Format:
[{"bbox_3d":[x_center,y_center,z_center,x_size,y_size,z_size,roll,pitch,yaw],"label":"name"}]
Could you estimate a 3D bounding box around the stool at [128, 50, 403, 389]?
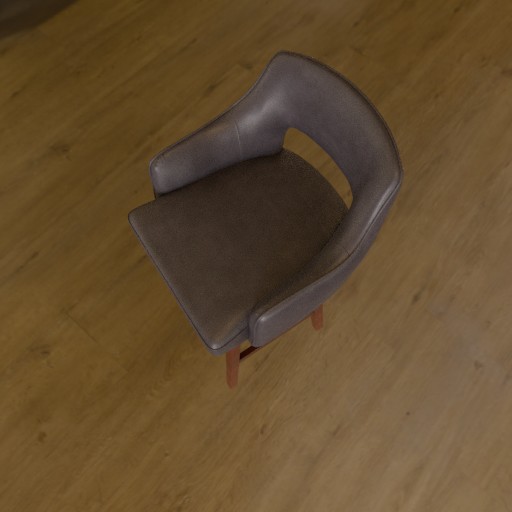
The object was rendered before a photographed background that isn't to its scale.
[{"bbox_3d":[0.000,0.000,1.356,0.560,1.041,0.550,-31,68,-14],"label":"stool"}]
